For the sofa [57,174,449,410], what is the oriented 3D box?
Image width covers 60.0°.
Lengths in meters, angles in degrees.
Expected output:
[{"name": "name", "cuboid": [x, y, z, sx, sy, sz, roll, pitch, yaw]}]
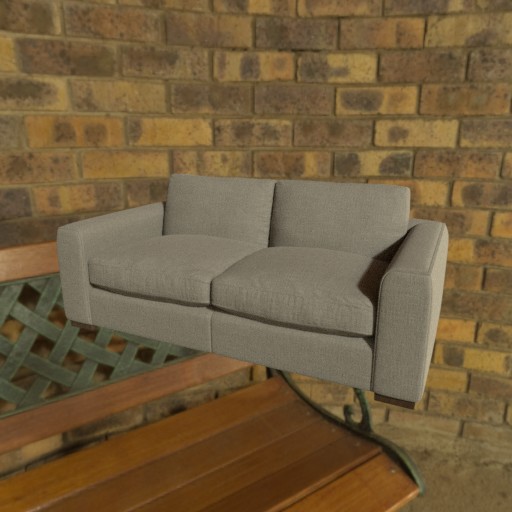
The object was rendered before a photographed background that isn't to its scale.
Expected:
[{"name": "sofa", "cuboid": [0.000, 0.000, 2.458, 1.920, 0.800, 1.069, 7, 17, 24]}]
